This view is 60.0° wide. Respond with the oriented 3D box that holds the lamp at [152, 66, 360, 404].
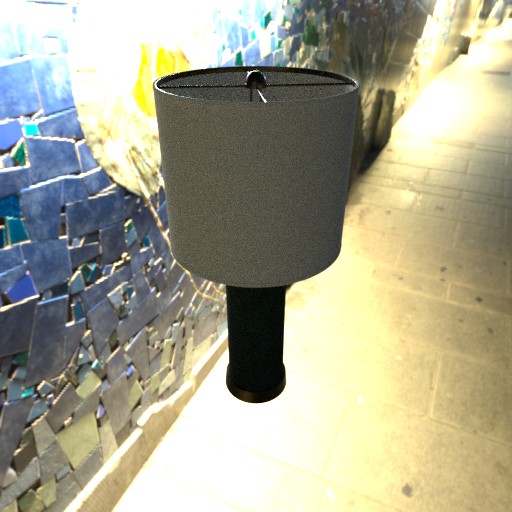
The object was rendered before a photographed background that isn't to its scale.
[{"bbox_3d":[0.000,0.000,0.808,0.301,0.630,0.301,23,38,33],"label":"lamp"}]
